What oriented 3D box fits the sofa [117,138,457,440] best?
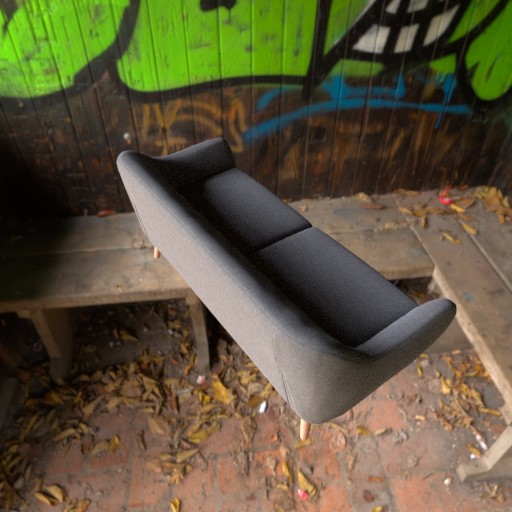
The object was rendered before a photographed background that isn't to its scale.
[{"bbox_3d":[0.000,0.000,2.305,0.820,0.820,1.840,-25,48,-26],"label":"sofa"}]
